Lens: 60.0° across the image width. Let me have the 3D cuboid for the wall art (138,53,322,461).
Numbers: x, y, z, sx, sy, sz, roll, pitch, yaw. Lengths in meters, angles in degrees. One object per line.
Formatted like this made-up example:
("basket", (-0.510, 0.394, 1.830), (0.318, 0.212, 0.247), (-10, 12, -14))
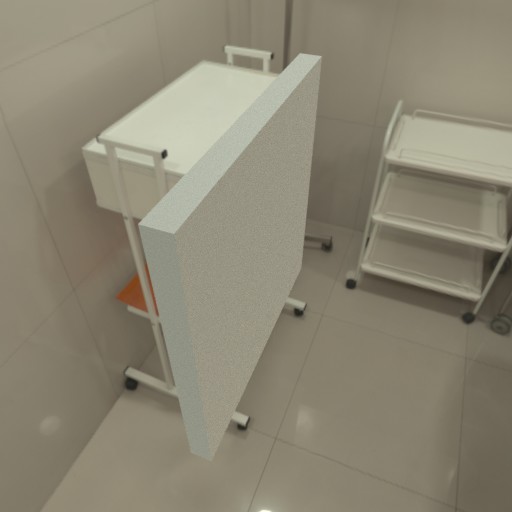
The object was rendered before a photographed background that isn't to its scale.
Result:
("wall art", (0.000, 0.000, 0.533), (0.027, 0.355, 0.355), (15, 45, 16))
